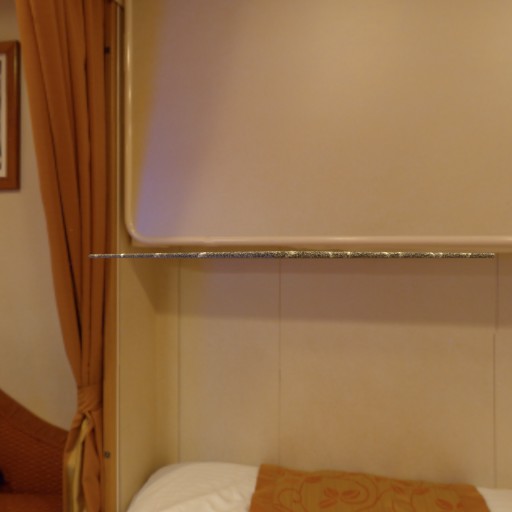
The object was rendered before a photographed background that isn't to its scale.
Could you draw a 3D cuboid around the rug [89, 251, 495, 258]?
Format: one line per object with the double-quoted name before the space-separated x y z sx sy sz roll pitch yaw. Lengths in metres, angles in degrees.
"rug" 0.000 0.000 3.401 1.778 0.030 2.743 0 0 -35
